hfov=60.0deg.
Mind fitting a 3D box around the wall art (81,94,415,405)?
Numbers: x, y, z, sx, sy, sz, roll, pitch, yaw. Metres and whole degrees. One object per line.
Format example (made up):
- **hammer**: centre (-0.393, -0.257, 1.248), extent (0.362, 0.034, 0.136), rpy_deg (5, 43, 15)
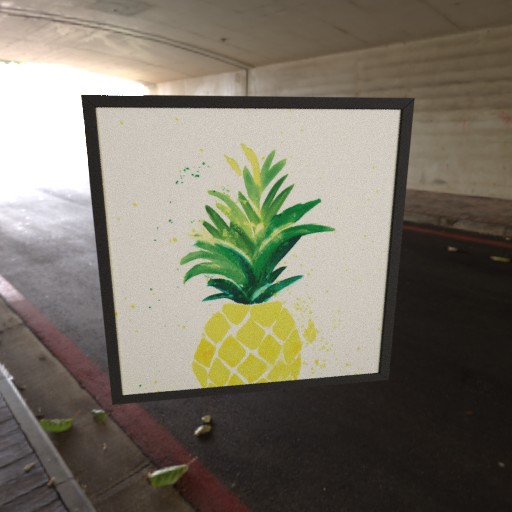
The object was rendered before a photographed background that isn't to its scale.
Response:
- **wall art**: centre (0.000, 0.000, 1.122), extent (0.762, 0.760, 0.037), rpy_deg (-3, 16, -9)
